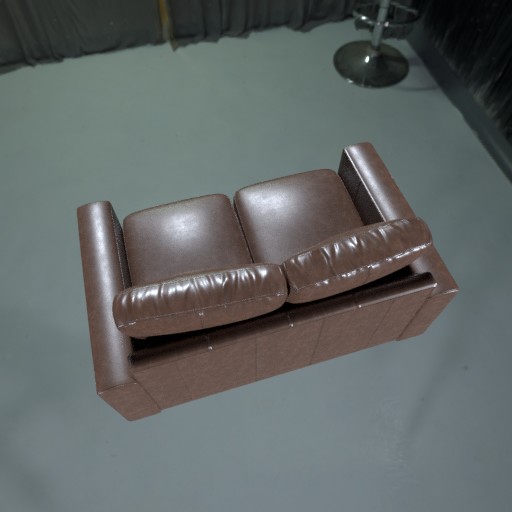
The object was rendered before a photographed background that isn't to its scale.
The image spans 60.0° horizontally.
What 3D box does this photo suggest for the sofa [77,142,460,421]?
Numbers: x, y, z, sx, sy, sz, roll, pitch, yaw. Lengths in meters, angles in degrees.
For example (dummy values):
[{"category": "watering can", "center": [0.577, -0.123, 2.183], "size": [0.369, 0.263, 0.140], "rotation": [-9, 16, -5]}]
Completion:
[{"category": "sofa", "center": [0.000, 0.000, 2.212], "size": [1.616, 0.873, 1.016], "rotation": [-14, 60, -9]}]
